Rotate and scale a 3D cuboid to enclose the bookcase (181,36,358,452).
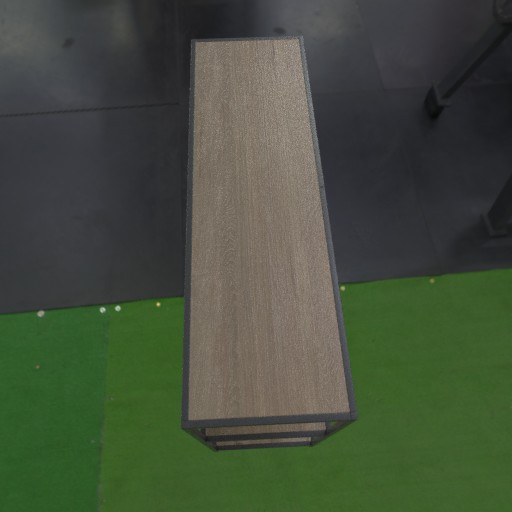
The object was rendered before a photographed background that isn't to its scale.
[{"bbox_3d":[0.000,0.000,1.476,0.350,0.780,1.140,-2,63,-1],"label":"bookcase"}]
